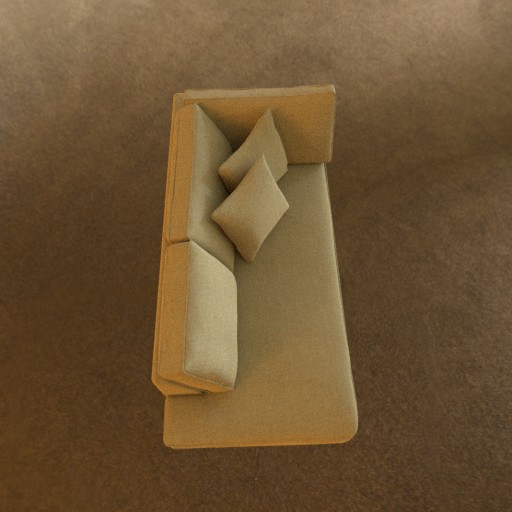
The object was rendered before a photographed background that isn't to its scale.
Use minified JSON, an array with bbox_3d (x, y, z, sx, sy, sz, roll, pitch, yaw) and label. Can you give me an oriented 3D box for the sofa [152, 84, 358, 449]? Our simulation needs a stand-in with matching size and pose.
[{"bbox_3d":[0.000,0.000,2.841,1.110,1.019,2.238,-1,63,-1],"label":"sofa"}]
